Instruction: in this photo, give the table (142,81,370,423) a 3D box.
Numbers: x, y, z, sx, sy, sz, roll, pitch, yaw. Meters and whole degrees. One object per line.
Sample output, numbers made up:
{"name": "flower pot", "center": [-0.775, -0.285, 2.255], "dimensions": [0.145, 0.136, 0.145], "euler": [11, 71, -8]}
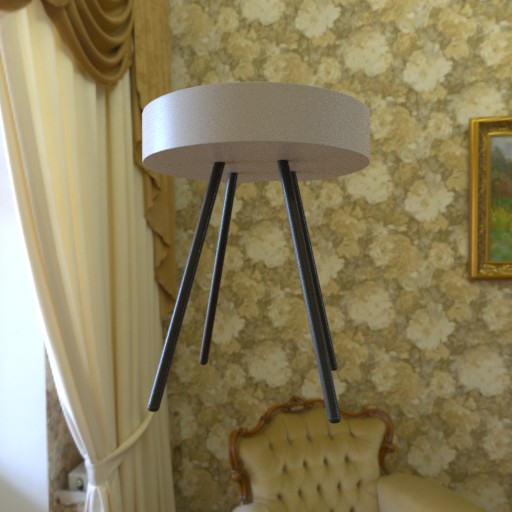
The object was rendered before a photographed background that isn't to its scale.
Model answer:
{"name": "table", "center": [0.000, 0.000, 0.875], "dimensions": [0.450, 0.525, 0.450], "euler": [0, 1, 0]}
